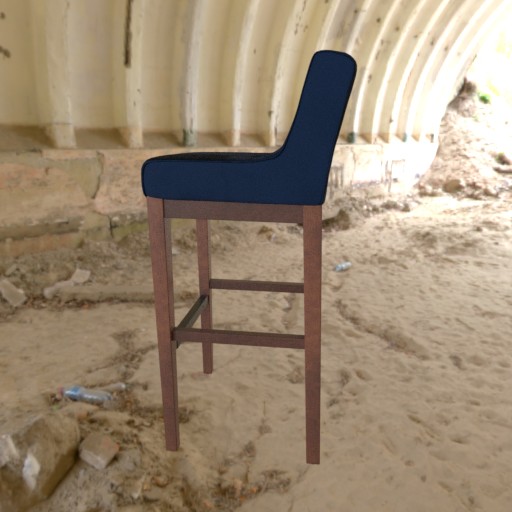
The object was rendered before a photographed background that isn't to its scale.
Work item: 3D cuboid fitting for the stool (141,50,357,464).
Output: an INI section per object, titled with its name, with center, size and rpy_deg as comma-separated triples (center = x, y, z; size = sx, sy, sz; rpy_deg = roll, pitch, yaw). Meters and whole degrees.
[stool]
center = 0.000, 0.000, 1.310
size = 0.500, 1.037, 0.511
rpy_deg = 2, 15, 7
